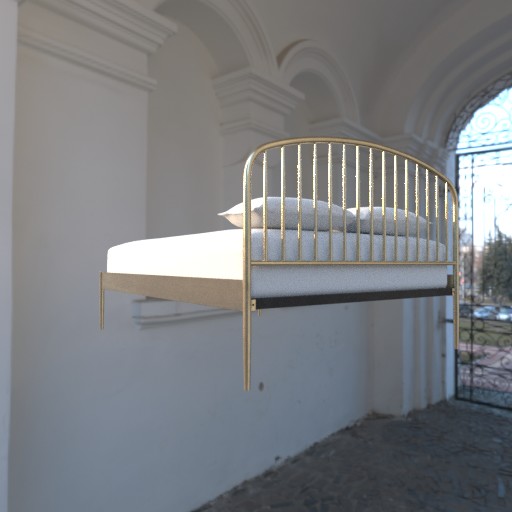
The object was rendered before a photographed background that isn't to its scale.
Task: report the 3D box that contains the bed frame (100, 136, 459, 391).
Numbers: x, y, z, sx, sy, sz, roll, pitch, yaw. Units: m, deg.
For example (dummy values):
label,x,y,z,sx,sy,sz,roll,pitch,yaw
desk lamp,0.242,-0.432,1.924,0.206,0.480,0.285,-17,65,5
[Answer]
label,x,y,z,sx,sy,sz,roll,pitch,yaw
bed frame,0.000,0.000,3.194,1.612,1.175,2.152,1,-1,-35
